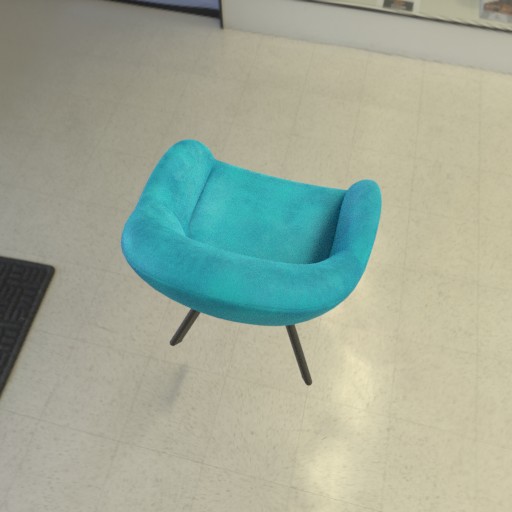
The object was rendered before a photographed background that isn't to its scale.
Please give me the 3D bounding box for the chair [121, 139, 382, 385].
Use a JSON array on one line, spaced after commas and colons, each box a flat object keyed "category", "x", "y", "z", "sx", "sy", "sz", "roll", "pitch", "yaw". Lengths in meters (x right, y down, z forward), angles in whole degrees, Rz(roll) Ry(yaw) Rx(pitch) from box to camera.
[{"category": "chair", "x": 0.000, "y": 0.000, "z": 1.197, "sx": 0.550, "sy": 0.795, "sz": 0.590, "roll": 14, "pitch": 63, "yaw": 7}]
